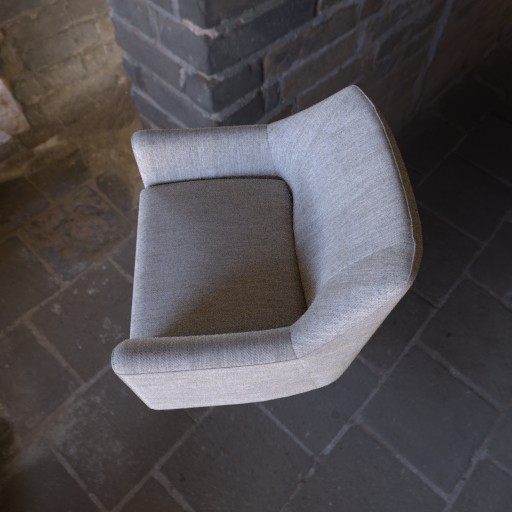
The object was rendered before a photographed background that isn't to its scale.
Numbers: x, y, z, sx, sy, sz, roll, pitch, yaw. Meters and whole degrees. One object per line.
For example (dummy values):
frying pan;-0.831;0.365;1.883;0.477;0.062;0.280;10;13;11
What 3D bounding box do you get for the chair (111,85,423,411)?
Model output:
chair;0.000;0.000;1.392;0.758;0.761;0.796;-4;60;-2
